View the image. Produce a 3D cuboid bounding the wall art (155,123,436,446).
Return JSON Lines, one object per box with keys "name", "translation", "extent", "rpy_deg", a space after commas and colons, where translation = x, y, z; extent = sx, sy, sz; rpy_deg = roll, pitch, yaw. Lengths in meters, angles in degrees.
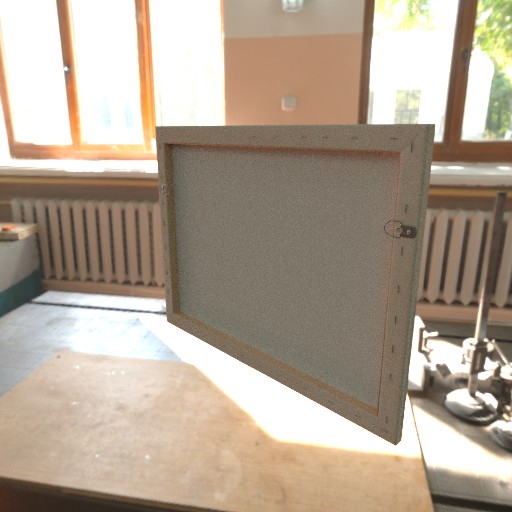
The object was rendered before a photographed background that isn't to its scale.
{"name": "wall art", "translation": [0.000, 0.000, 1.612], "extent": [0.042, 0.912, 1.219], "rpy_deg": [-15, 22, -42]}
